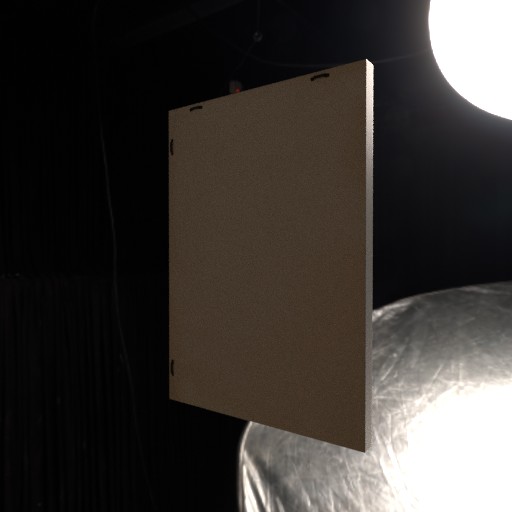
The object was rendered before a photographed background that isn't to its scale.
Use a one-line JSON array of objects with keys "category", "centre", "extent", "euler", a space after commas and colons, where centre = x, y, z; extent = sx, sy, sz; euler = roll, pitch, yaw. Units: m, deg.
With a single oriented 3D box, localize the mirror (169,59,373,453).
[{"category": "mirror", "centre": [0.000, 0.000, 0.958], "extent": [0.507, 0.710, 0.039], "euler": [0, 1, 36]}]
